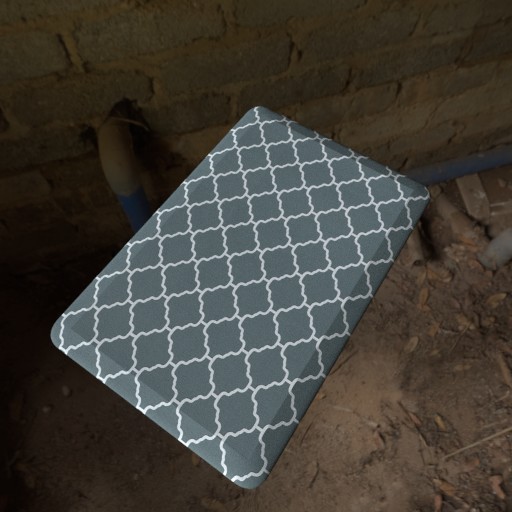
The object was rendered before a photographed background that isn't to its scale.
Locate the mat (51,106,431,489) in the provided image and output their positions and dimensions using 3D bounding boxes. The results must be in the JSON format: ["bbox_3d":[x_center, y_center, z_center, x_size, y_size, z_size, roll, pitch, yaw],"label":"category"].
[{"bbox_3d":[0.000,0.000,0.952,0.508,0.021,0.762,31,67,15],"label":"mat"}]
